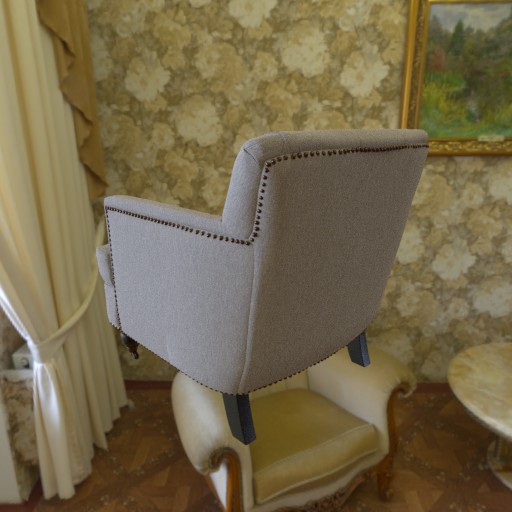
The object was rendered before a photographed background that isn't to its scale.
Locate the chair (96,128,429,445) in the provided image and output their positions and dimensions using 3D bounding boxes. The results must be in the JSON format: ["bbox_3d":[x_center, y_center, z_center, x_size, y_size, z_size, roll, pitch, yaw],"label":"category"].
[{"bbox_3d":[0.000,0.000,1.481,0.737,0.823,0.902,-16,23,-42],"label":"chair"}]
